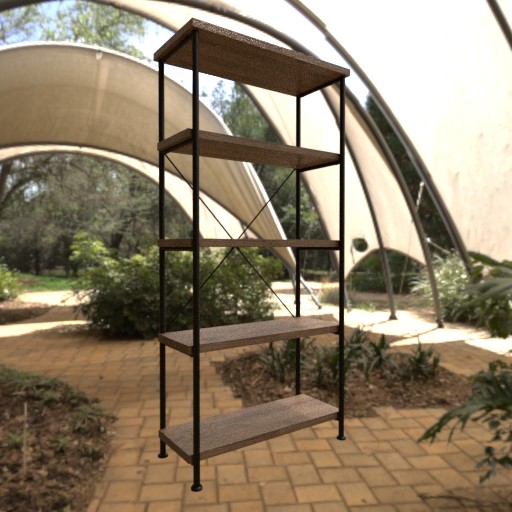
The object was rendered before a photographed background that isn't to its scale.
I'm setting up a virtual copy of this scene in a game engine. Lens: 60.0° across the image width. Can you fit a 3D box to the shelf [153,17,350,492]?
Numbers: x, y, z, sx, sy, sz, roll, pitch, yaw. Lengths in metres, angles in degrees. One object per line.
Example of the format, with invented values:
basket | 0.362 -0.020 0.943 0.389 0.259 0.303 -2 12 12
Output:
shelf | 0.000 0.000 1.956 0.800 1.700 0.360 -1 1 -35
